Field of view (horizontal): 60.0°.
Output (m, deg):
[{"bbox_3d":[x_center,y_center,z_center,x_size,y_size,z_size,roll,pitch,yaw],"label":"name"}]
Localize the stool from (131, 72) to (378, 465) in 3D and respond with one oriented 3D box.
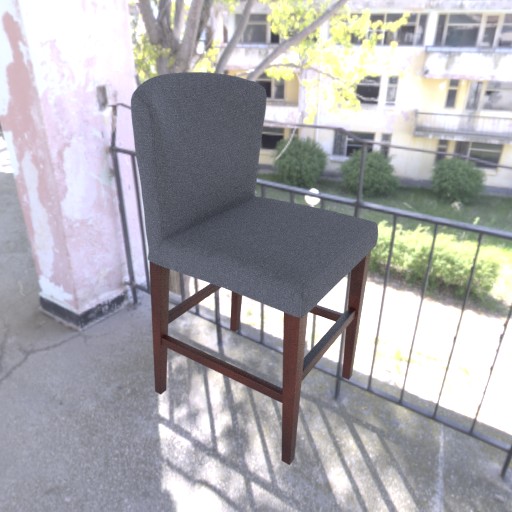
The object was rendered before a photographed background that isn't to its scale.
[{"bbox_3d":[0.000,0.000,1.293,0.568,0.968,0.479,17,31,30],"label":"stool"}]
